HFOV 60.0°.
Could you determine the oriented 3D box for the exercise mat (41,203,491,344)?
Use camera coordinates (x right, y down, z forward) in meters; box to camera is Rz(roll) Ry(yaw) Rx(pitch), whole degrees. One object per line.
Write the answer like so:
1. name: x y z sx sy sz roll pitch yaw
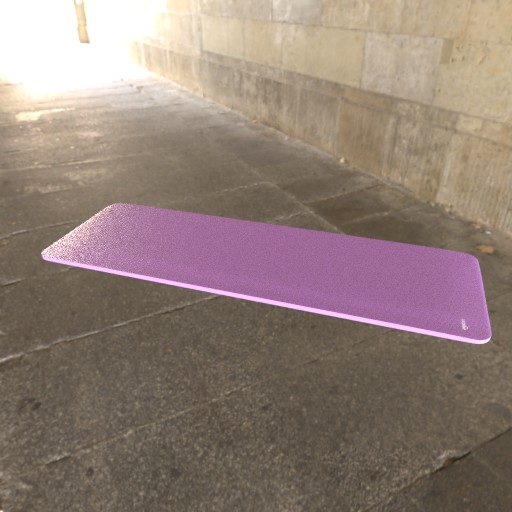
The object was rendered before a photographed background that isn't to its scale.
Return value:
1. exercise mat: 0.000 0.000 1.971 1.869 0.021 0.616 9 32 15
